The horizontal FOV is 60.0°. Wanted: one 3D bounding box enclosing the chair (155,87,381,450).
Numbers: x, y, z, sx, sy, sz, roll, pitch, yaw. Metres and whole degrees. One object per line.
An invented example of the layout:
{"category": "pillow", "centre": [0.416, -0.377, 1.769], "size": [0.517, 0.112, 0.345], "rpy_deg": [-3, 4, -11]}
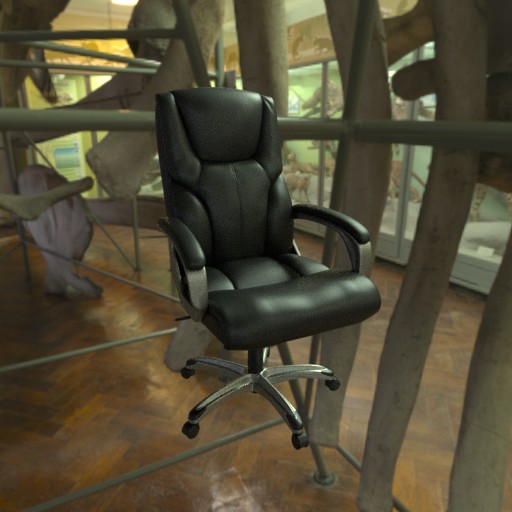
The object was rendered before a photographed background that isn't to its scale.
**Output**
{"category": "chair", "centre": [0.000, 0.000, 1.565], "size": [0.663, 1.155, 0.739], "rpy_deg": [-9, 19, -27]}
